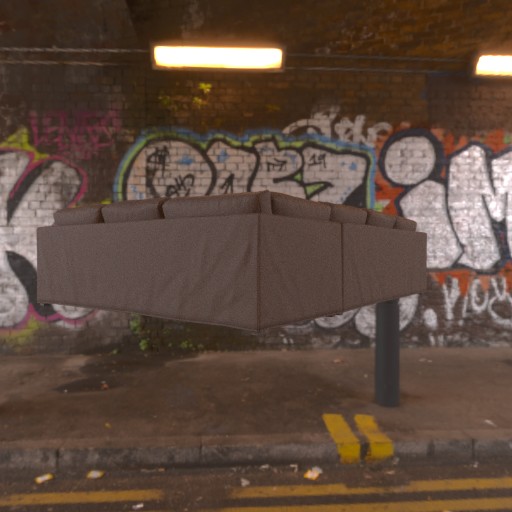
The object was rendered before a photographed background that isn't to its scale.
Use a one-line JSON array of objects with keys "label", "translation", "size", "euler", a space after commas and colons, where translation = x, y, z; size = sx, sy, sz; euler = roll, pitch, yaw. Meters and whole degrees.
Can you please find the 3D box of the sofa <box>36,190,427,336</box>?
[{"label": "sofa", "translation": [0.000, 0.000, 4.410], "size": [2.432, 0.871, 3.182], "euler": [0, 1, 37]}]
